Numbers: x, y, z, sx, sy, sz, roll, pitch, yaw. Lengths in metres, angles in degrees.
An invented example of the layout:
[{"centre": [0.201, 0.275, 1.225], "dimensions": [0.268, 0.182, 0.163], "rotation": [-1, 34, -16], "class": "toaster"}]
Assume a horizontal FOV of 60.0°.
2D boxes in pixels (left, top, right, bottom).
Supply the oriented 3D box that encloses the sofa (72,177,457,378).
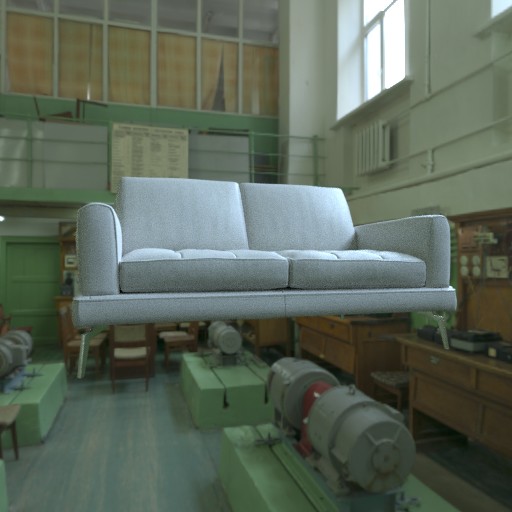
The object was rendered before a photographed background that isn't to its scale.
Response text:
[{"centre": [0.000, 0.000, 2.454], "dimensions": [1.819, 0.930, 1.121], "rotation": [0, 0, -18], "class": "sofa"}]
